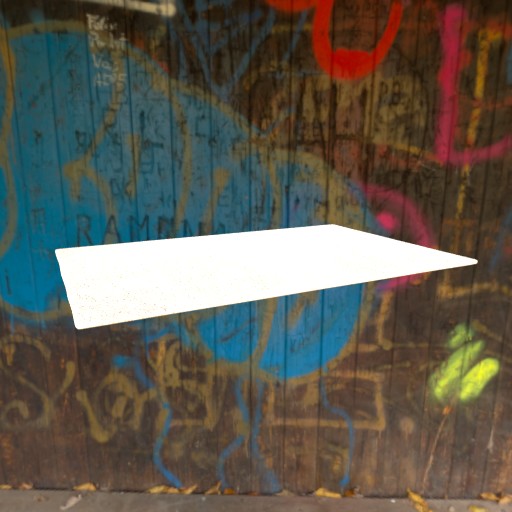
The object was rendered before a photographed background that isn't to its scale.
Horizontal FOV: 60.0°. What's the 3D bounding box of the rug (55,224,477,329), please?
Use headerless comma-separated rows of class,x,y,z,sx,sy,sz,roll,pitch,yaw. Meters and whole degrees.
rug,0.000,0.000,3.408,2.743,0.030,1.778,-7,15,-26
